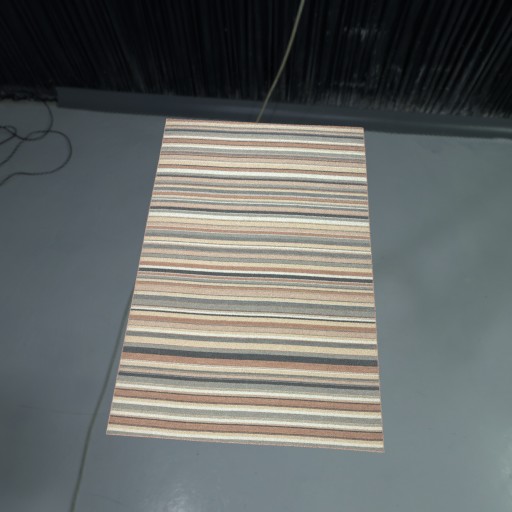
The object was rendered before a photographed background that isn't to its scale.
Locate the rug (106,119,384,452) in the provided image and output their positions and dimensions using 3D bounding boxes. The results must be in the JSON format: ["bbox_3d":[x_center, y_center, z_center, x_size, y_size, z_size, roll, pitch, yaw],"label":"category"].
[{"bbox_3d":[0.000,0.000,2.337,1.219,0.008,1.829,3,64,1],"label":"rug"}]
